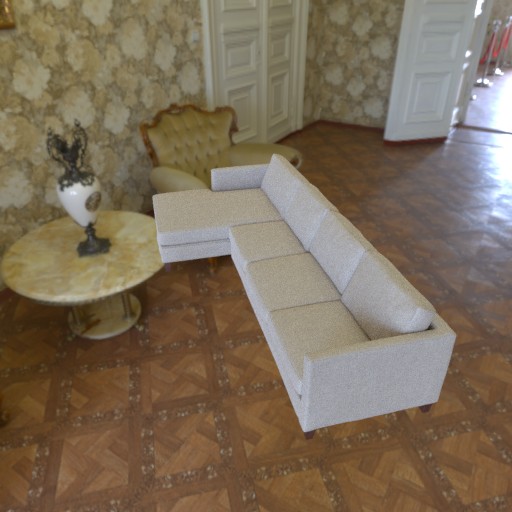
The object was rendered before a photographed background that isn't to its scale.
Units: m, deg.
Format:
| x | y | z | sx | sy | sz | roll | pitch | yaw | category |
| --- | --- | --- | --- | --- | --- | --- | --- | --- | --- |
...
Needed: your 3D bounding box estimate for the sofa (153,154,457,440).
| x | y | z | sx | sy | sz | roll | pitch | yaw | category |
| --- | --- | --- | --- | --- | --- | --- | --- | --- | --- |
| 0.000 | 0.000 | 3.857 | 1.625 | 0.846 | 3.186 | -8 | 32 | -12 | sofa |
